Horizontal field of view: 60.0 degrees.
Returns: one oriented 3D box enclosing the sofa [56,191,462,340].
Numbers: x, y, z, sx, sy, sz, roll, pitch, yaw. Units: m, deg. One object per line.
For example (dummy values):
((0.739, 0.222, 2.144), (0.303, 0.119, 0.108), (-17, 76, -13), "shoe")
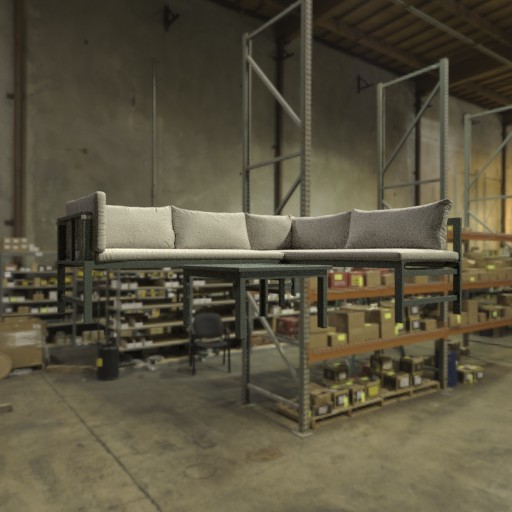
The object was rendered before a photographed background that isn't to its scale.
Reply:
((0.000, 0.000, 2.911), (2.096, 0.758, 1.658), (0, 0, -37), "sofa")
